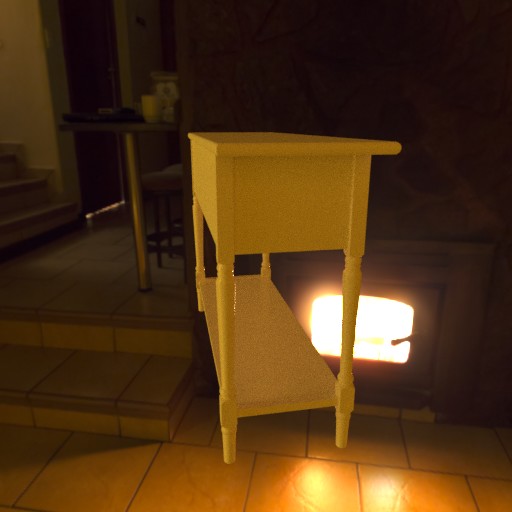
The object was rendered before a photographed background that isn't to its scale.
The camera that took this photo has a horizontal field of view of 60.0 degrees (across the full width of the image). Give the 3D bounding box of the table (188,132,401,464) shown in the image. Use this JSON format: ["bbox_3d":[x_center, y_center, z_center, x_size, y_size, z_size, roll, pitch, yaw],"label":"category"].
[{"bbox_3d":[0.000,0.000,1.553,0.386,0.814,1.191,-3,17,-10],"label":"table"}]
